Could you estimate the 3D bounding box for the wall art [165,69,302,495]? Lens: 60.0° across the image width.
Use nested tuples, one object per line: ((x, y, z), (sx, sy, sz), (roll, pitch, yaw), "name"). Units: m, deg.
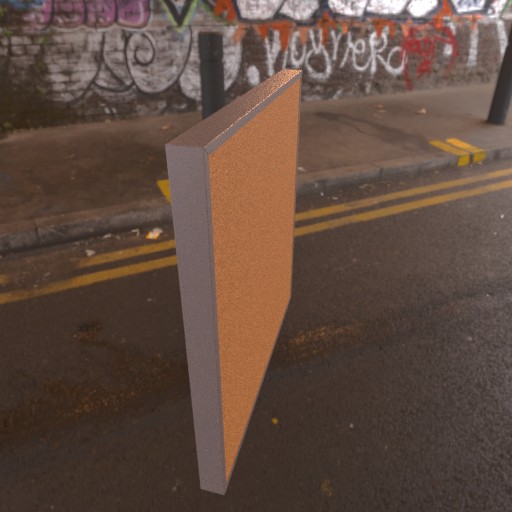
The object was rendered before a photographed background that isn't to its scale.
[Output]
((0.000, 0.000, 0.501), (0.028, 0.349, 0.349), (8, 31, 13), "wall art")
